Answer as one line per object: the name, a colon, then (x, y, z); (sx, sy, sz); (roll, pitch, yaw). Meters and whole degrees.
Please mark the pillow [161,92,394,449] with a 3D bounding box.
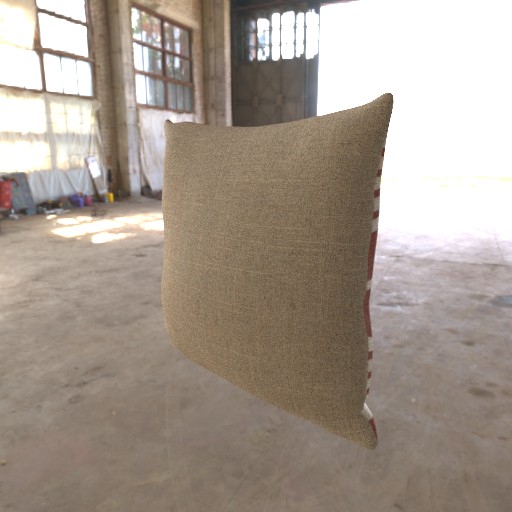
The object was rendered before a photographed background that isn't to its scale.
pillow: (0.000, 0.000, 0.662); (0.439, 0.427, 0.182); (13, 18, 43)
